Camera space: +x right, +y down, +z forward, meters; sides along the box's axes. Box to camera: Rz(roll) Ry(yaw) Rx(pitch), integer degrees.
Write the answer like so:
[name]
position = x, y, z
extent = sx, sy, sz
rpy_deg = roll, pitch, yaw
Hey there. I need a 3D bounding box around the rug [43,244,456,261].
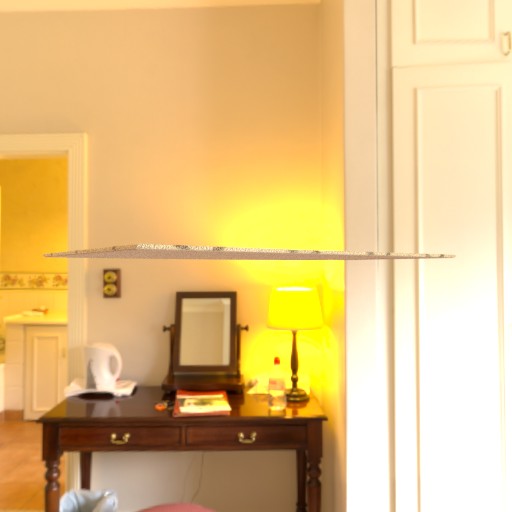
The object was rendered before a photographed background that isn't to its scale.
[rug]
position = 0.000, 0.000, 3.463
extent = 2.701, 0.026, 1.801
rpy_deg = 1, -2, -37
